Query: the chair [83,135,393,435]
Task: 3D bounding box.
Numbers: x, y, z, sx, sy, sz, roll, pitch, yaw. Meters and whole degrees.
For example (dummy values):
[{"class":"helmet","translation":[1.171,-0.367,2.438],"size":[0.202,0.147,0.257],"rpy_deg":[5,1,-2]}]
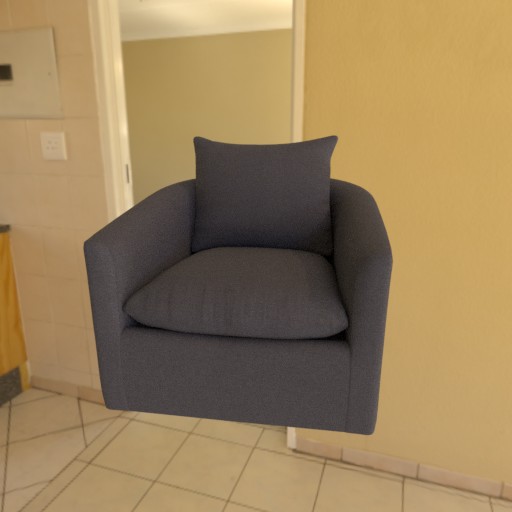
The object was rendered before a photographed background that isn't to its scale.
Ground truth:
[{"class":"chair","translation":[0.000,0.000,1.618],"size":[0.845,0.848,0.910],"rpy_deg":[2,16,9]}]
